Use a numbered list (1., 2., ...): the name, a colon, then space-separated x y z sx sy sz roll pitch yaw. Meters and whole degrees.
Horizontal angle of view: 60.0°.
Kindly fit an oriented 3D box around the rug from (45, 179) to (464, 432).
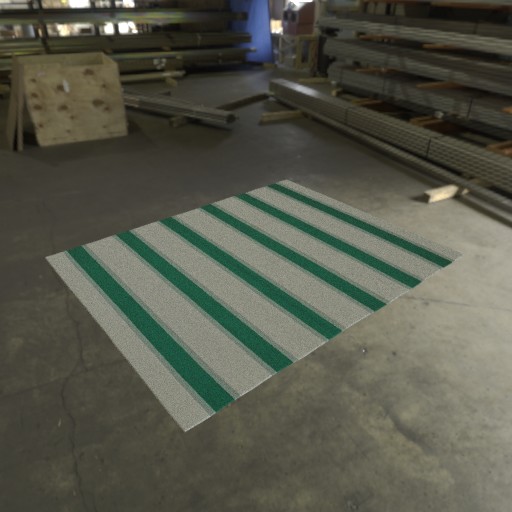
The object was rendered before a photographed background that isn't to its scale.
1. rug: 0.000 0.000 4.106 3.041 0.019 2.434 -23 38 -33
